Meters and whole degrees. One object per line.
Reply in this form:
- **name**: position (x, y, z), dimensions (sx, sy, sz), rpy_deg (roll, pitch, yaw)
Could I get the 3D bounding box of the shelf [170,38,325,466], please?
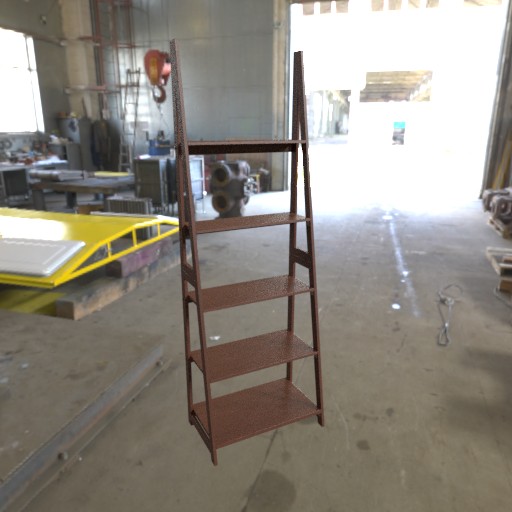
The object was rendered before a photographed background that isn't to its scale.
- **shelf**: position (0.000, 0.000, 1.994), dimensions (0.600, 1.770, 0.350), rpy_deg (-8, 18, -26)
